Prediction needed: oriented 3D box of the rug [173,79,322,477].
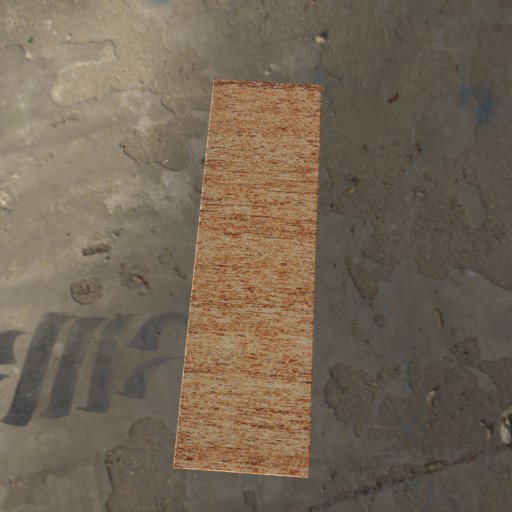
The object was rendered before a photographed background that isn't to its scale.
[{"bbox_3d":[0.000,0.000,2.487,0.680,0.014,2.237,4,76,1],"label":"rug"}]
